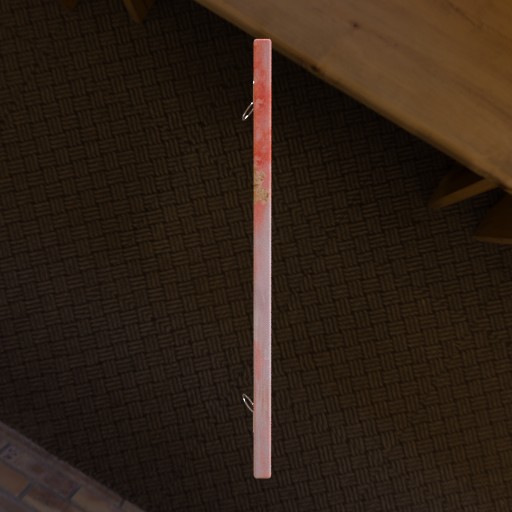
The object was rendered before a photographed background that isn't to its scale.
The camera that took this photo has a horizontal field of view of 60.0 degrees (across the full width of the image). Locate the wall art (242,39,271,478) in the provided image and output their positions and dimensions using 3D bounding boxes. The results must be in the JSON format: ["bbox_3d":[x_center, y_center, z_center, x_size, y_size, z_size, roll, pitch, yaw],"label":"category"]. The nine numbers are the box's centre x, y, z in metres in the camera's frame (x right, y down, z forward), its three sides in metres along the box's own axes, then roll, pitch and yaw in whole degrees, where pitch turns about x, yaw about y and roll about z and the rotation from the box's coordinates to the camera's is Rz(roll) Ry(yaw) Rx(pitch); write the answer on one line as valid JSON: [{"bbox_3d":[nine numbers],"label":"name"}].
[{"bbox_3d":[0.000,0.000,1.321,0.066,0.878,0.878,0,91,0],"label":"wall art"}]
